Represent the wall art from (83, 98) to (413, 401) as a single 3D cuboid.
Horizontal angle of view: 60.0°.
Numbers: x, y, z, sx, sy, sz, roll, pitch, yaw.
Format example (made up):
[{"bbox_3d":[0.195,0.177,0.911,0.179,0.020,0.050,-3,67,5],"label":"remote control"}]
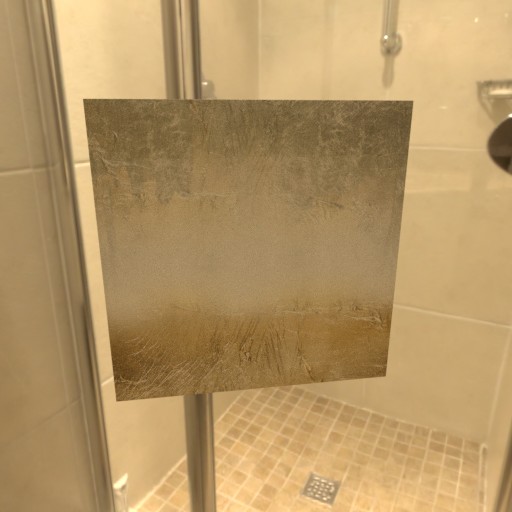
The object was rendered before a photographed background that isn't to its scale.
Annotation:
[{"bbox_3d":[0.000,0.000,0.918,0.610,0.610,0.038,-3,18,-9],"label":"wall art"}]
